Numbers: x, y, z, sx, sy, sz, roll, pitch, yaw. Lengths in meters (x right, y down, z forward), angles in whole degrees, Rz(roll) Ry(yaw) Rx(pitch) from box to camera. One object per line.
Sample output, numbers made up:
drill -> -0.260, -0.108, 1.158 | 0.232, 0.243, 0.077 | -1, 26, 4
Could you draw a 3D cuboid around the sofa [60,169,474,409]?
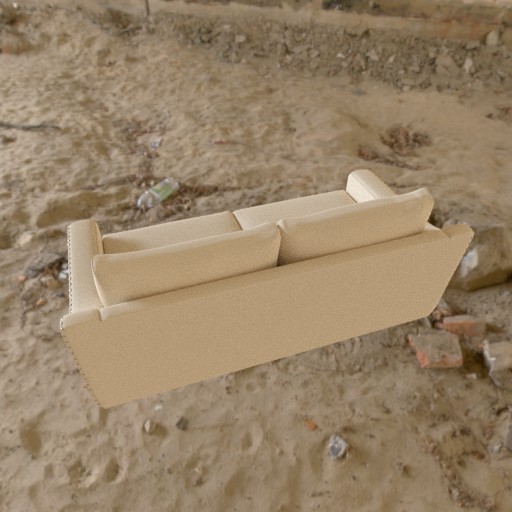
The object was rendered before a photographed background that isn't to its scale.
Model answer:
sofa -> 0.000, 0.000, 2.325 | 1.812, 0.830, 0.949 | -12, 42, -14
